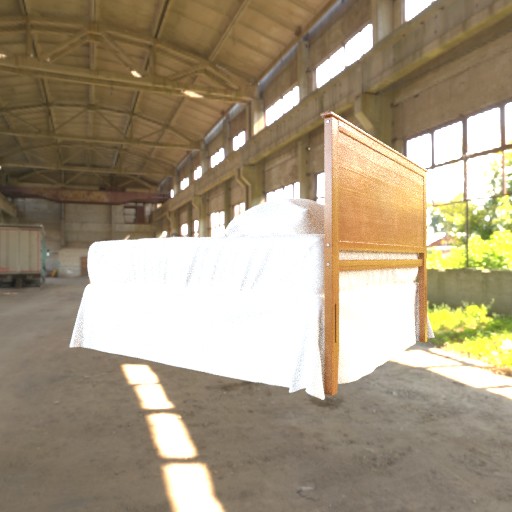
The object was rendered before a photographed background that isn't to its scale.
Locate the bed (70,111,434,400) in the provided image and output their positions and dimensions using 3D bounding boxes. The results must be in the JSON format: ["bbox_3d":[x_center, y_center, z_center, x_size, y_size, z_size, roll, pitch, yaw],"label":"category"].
[{"bbox_3d":[0.000,0.000,3.211,2.035,1.273,1.870,0,0,35],"label":"bed"}]
